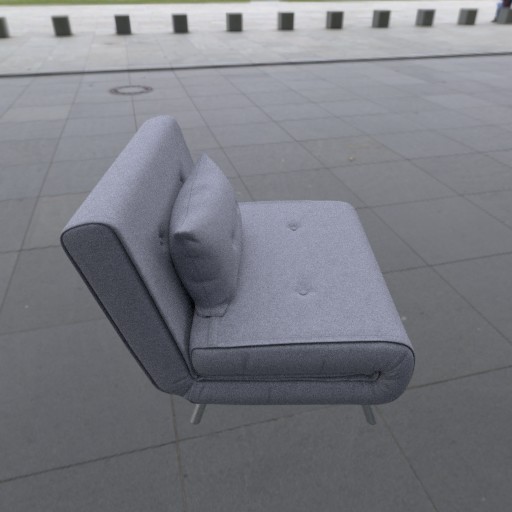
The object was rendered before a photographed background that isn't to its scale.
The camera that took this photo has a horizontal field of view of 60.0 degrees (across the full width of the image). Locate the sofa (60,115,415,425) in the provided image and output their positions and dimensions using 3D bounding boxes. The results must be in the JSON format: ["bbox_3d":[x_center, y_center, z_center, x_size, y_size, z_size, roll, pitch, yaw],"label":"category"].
[{"bbox_3d":[0.000,0.000,1.727,1.000,0.825,1.020,0,32,0],"label":"sofa"}]
